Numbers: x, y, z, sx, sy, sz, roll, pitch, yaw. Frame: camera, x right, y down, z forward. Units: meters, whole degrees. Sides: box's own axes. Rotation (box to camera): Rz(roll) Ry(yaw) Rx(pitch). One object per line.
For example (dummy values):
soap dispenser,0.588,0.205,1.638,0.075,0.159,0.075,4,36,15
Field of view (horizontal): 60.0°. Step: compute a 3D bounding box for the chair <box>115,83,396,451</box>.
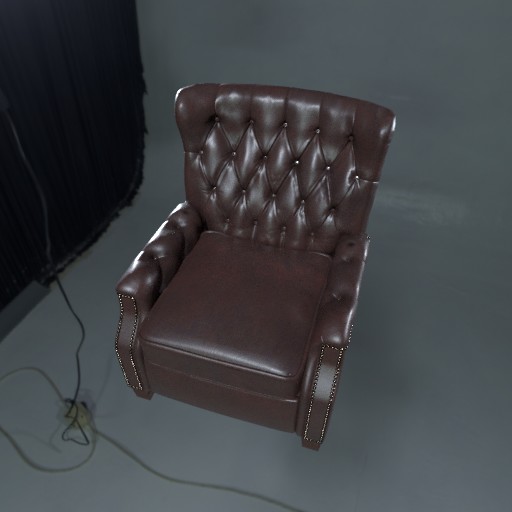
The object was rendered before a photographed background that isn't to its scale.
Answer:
chair,0.000,0.000,1.476,0.709,0.864,0.823,12,42,13
